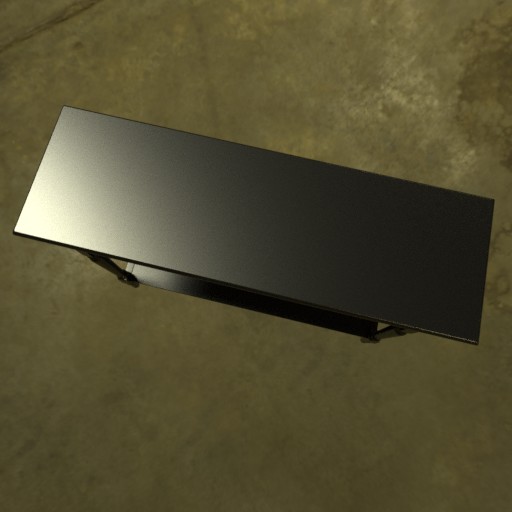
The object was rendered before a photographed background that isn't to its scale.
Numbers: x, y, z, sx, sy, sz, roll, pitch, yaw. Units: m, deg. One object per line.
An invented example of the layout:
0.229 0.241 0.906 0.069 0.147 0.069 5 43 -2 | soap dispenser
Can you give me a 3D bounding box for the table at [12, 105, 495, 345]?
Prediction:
0.000 0.000 1.534 1.191 0.819 0.386 13 76 3 | table
